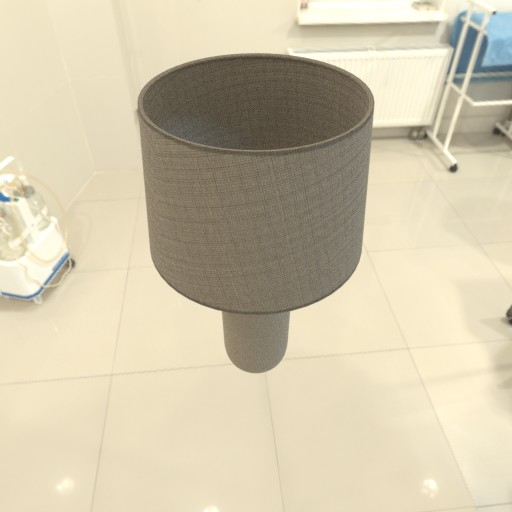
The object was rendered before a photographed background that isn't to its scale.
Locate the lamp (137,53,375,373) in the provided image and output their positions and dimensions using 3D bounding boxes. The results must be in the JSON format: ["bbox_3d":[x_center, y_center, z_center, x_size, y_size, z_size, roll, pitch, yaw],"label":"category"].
[{"bbox_3d":[0.000,0.000,0.814,0.367,0.609,0.367,0,43,0],"label":"lamp"}]
